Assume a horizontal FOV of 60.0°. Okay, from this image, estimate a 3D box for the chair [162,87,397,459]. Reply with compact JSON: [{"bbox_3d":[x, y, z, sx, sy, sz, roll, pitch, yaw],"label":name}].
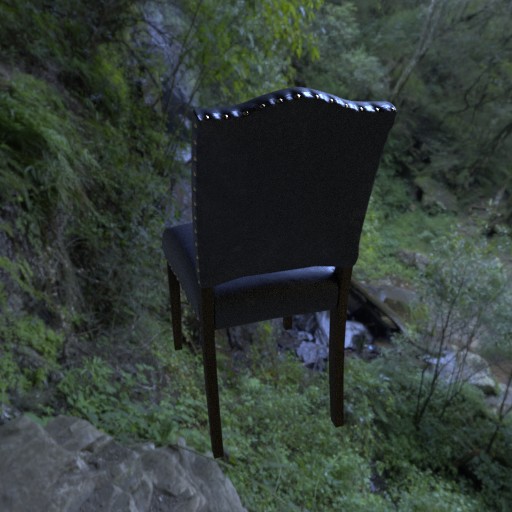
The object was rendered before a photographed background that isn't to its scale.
[{"bbox_3d":[0.000,0.000,1.331,0.500,0.991,0.633,-8,26,-16],"label":"chair"}]
